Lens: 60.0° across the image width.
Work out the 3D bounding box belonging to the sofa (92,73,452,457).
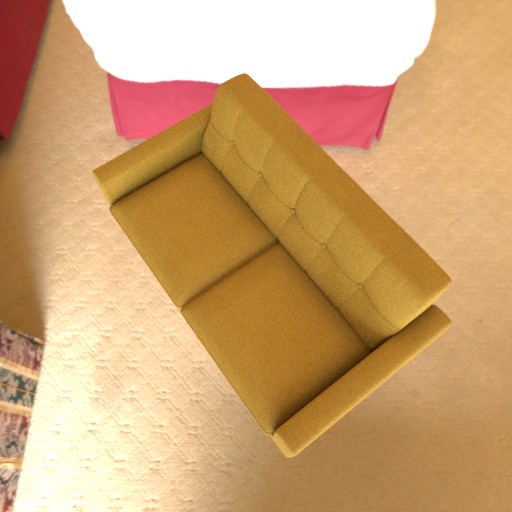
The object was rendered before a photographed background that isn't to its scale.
[{"bbox_3d":[0.000,0.000,2.183,0.909,0.841,1.631,-34,70,-14],"label":"sofa"}]
